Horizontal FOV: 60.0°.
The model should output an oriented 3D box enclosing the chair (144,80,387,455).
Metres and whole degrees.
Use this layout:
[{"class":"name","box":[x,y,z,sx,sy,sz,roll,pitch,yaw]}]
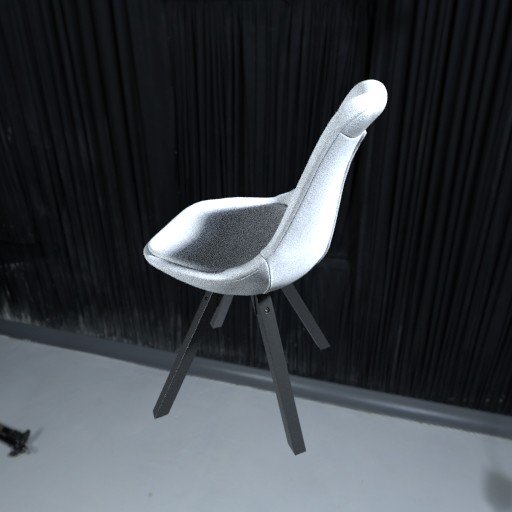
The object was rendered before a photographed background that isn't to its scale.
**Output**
[{"class":"chair","box":[0.000,0.000,1.156,0.550,0.850,0.485,8,30,14]}]
